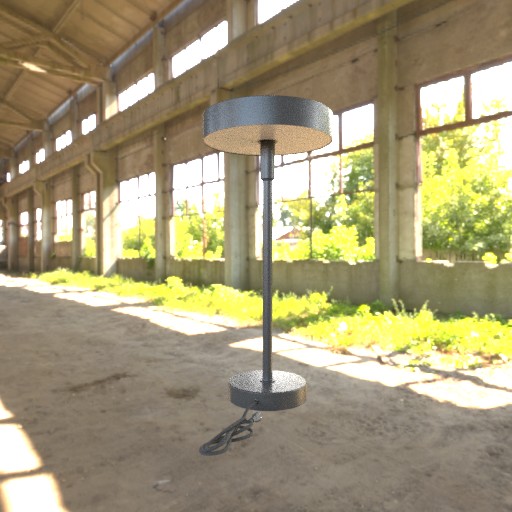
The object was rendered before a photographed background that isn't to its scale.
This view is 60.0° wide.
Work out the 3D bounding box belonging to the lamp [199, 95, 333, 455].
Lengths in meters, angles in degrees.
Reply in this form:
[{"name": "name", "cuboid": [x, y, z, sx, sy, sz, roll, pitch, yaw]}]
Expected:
[{"name": "lamp", "cuboid": [0.000, 0.000, 0.724, 0.229, 0.508, 0.369, 0, 1, 17]}]
